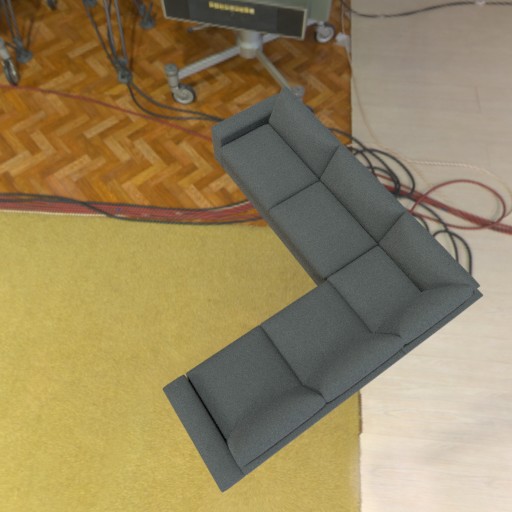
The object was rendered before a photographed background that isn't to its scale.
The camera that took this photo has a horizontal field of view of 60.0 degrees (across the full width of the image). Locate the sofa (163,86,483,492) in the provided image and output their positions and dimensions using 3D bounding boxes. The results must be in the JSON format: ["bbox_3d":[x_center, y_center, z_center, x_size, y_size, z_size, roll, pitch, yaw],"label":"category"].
[{"bbox_3d":[0.000,0.000,4.597,2.895,0.965,3.277,-31,68,-14],"label":"sofa"}]
